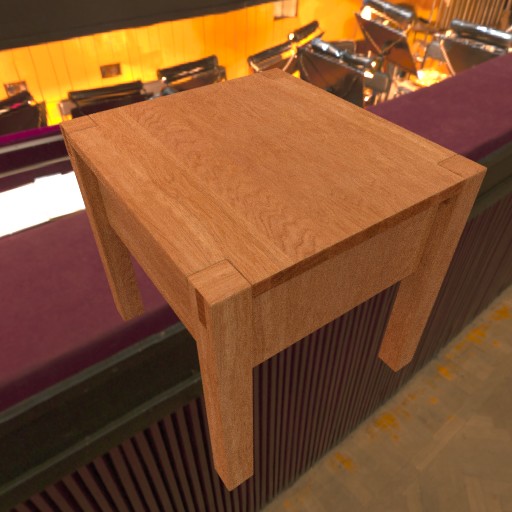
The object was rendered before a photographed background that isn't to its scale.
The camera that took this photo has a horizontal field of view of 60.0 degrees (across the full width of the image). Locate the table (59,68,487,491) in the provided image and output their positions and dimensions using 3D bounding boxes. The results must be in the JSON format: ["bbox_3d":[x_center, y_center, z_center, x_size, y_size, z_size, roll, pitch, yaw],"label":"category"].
[{"bbox_3d":[0.000,0.000,0.808,0.440,0.450,0.480,-25,47,-25],"label":"table"}]
